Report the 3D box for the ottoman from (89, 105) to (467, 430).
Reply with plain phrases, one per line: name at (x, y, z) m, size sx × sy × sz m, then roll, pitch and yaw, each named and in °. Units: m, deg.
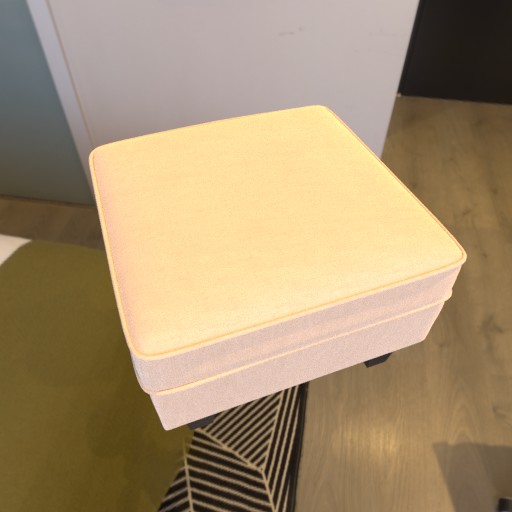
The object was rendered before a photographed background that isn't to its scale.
ottoman at (0.000, 0.000, 1.027) m, size 0.616 × 0.438 × 0.613 m, roll -15°, pitch 48°, yaw -14°
